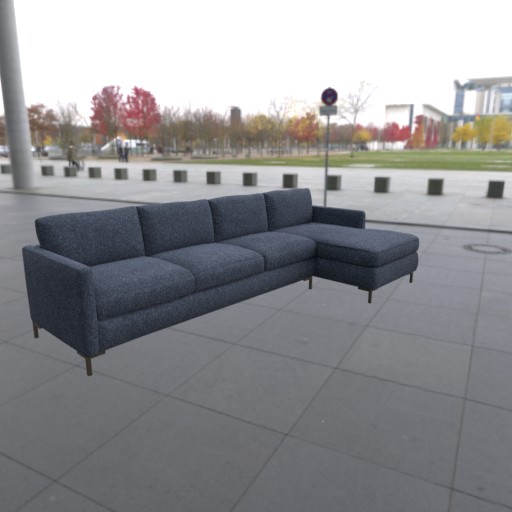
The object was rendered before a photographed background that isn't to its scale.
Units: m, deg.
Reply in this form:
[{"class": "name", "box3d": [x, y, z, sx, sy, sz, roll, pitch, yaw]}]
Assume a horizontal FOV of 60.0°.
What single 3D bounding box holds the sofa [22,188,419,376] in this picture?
[{"class": "sofa", "box3d": [0.000, 0.000, 3.389, 1.350, 0.810, 2.932, 13, 19, 42]}]
